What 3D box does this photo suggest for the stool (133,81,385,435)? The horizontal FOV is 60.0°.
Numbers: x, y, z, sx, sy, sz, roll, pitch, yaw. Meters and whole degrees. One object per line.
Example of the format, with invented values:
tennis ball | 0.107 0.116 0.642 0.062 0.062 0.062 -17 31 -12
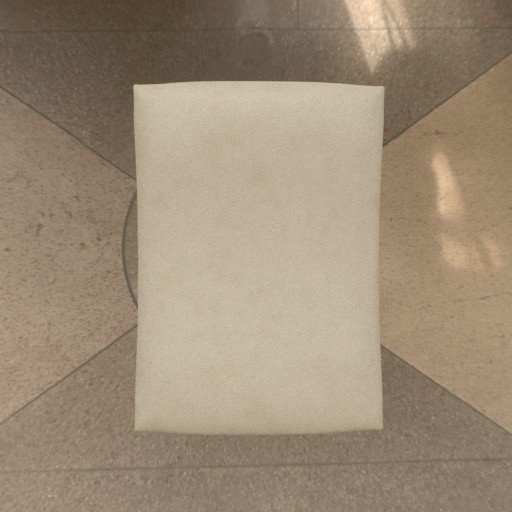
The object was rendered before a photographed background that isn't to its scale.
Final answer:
stool | 0.000 0.000 0.919 0.375 0.632 0.509 0 91 -1
